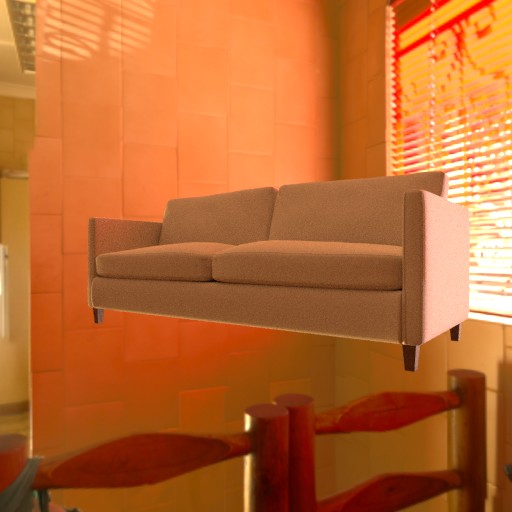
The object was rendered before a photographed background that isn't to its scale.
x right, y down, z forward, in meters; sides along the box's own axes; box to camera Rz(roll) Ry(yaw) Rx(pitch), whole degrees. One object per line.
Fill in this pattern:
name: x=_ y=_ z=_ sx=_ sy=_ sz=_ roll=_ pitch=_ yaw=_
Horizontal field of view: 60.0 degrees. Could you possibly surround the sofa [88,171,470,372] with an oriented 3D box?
sofa: x=0.000 y=0.000 z=2.844 sx=2.361 sy=0.962 sz=0.951 roll=0 pitch=0 yaw=36
